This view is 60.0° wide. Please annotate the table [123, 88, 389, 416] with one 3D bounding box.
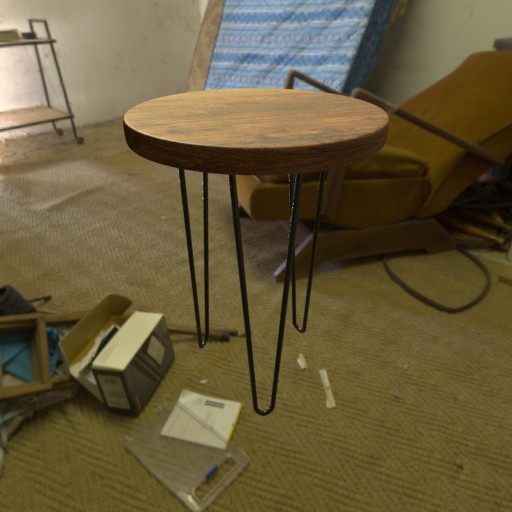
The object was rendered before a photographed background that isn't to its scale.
[{"bbox_3d":[0.000,0.000,0.815,0.400,0.520,0.400,0,30,0],"label":"table"}]
